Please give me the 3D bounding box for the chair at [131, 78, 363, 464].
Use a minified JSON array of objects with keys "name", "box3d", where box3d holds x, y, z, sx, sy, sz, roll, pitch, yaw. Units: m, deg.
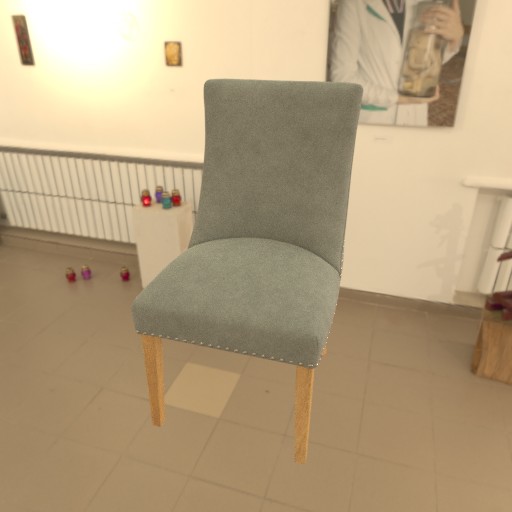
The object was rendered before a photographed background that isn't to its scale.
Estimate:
[{"name":"chair","box3d":[0.000,0.000,1.278,0.495,0.902,0.610,8,28,15]}]
